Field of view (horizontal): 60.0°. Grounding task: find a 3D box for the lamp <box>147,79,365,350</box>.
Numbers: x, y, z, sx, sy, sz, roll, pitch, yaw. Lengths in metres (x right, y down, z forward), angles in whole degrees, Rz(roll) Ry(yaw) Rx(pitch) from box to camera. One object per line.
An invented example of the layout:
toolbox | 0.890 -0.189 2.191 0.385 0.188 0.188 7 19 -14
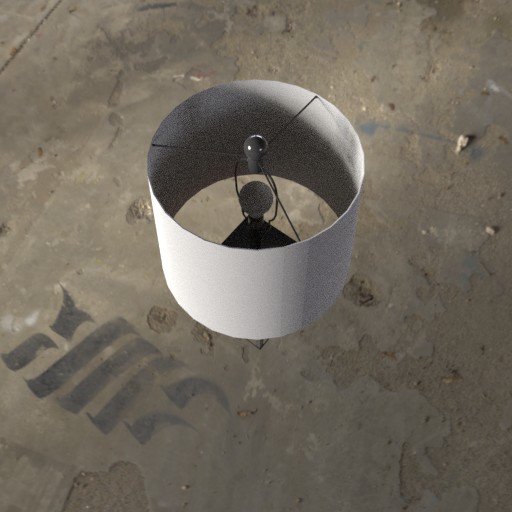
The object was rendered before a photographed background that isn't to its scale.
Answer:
lamp | 0.000 0.000 0.781 0.320 0.591 0.320 0 62 0
